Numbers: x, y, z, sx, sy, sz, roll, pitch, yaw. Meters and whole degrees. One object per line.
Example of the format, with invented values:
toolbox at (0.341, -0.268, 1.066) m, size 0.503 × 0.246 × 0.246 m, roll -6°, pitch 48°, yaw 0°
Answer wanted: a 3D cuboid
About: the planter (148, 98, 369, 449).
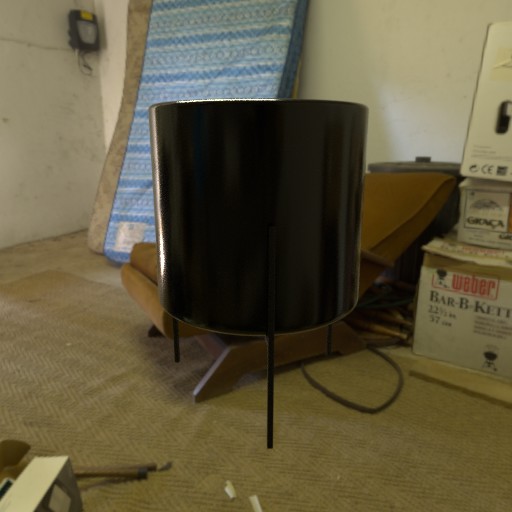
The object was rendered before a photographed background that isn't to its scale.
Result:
planter at (0.000, 0.000, 0.672) m, size 0.310 × 0.432 × 0.310 m, roll 3°, pitch 16°, yaw 10°
